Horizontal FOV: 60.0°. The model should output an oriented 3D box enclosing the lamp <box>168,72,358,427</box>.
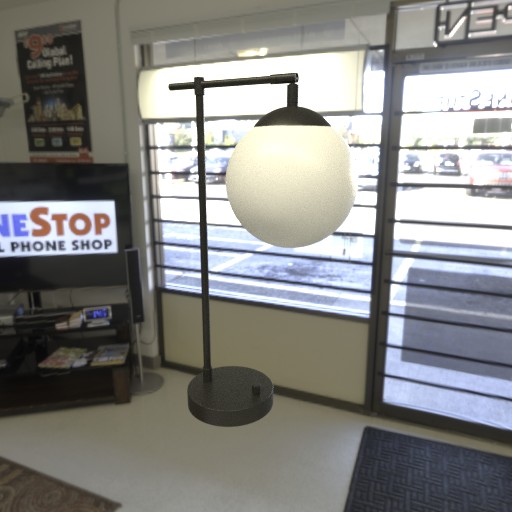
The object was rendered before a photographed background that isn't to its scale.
[{"bbox_3d":[0.000,0.000,0.722,0.316,0.559,0.197,7,15,26],"label":"lamp"}]
